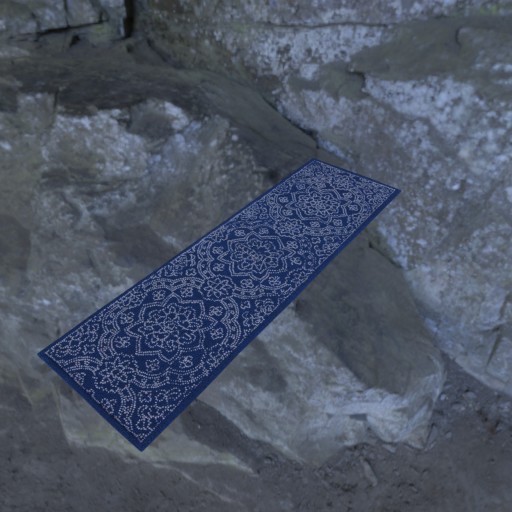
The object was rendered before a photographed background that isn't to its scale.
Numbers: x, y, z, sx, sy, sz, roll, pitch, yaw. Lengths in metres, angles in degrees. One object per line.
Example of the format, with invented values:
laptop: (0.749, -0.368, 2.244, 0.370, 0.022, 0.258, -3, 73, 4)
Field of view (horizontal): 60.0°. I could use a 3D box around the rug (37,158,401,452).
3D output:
rug: (0.000, 0.000, 2.678, 0.769, 0.012, 2.448, 28, 48, 28)
